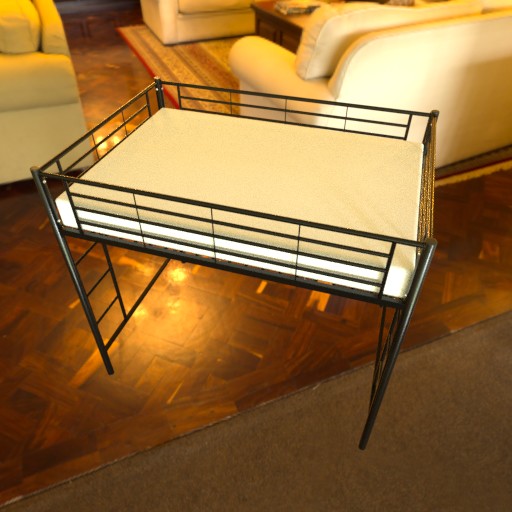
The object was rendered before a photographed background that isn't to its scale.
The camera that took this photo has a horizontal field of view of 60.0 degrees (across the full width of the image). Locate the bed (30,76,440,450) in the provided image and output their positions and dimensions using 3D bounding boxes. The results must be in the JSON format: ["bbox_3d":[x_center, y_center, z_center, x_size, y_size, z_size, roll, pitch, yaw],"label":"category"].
[{"bbox_3d":[0.000,0.000,3.112,1.994,1.803,1.397,12,43,13],"label":"bed"}]
